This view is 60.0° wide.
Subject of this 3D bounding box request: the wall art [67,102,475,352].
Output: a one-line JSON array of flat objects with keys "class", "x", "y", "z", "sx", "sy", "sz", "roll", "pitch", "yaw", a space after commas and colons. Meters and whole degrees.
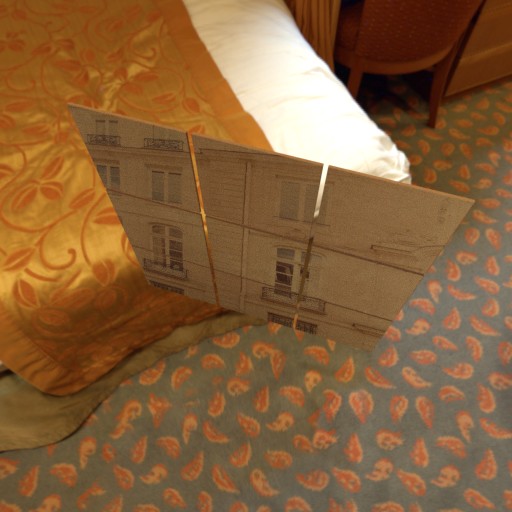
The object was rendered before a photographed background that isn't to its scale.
[{"class": "wall art", "x": 0.000, "y": 0.000, "z": 2.242, "sx": 1.526, "sy": 1.522, "sz": 0.023, "roll": 16, "pitch": 61, "yaw": 9}]
